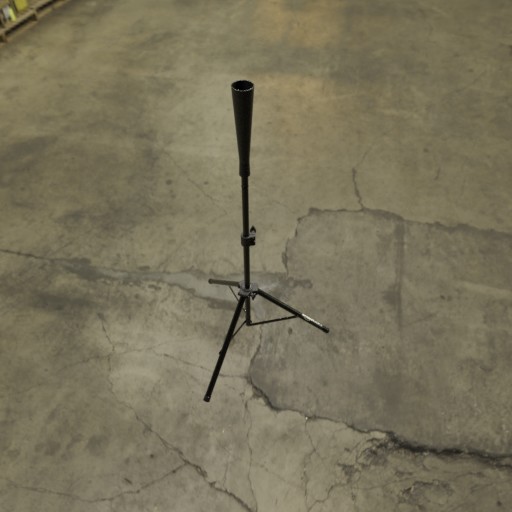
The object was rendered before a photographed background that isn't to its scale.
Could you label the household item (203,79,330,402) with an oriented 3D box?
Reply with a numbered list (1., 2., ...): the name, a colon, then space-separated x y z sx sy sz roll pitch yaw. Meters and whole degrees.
1. household item: 0.000 0.000 1.385 0.559 1.067 0.559 10 49 9
